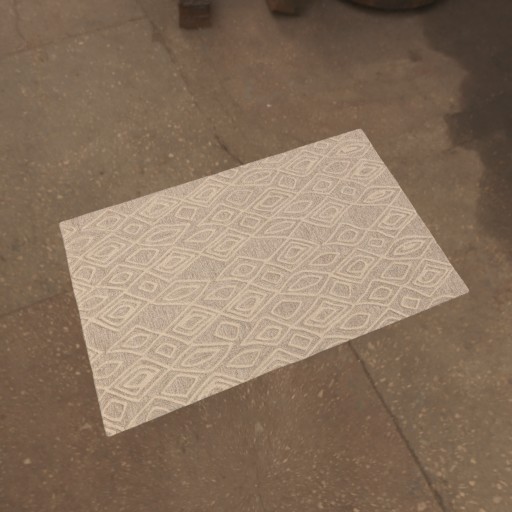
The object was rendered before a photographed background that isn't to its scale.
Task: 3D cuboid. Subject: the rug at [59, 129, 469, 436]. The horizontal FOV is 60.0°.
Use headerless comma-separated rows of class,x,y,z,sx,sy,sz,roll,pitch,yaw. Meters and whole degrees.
rug,0.000,0.000,3.056,2.442,0.010,1.546,-19,64,-10
